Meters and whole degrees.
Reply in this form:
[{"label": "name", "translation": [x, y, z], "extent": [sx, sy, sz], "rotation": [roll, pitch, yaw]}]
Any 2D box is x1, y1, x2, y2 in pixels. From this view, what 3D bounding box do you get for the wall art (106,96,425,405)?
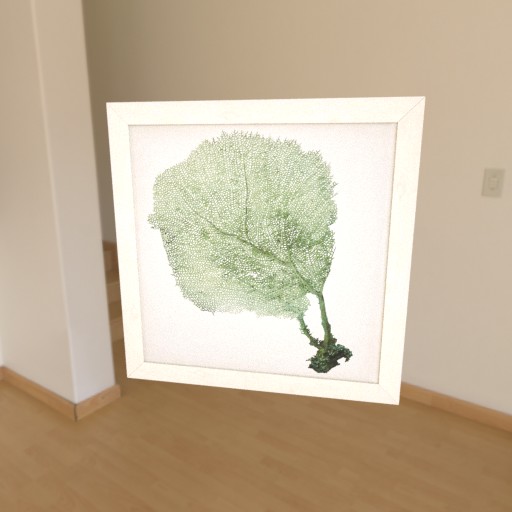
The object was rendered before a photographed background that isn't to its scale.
[{"label": "wall art", "translation": [0.000, 0.000, 0.879], "extent": [0.584, 0.584, 0.013], "rotation": [3, 14, 10]}]
